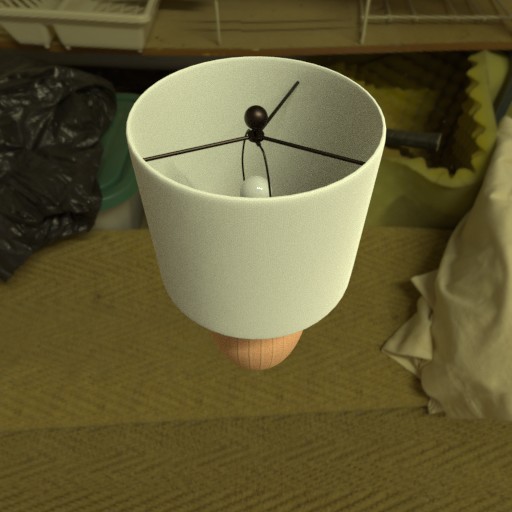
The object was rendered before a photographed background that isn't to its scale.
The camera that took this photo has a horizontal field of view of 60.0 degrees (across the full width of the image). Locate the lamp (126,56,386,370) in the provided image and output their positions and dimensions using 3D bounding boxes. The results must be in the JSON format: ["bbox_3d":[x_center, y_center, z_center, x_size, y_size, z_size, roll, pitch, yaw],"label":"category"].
[{"bbox_3d":[0.000,0.000,0.772,0.329,0.570,0.329,0,49,0],"label":"lamp"}]
